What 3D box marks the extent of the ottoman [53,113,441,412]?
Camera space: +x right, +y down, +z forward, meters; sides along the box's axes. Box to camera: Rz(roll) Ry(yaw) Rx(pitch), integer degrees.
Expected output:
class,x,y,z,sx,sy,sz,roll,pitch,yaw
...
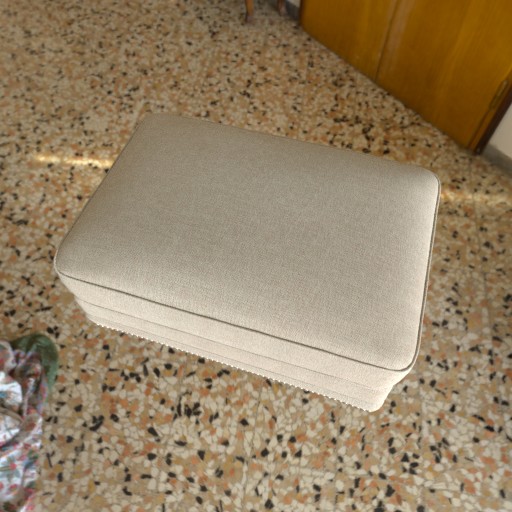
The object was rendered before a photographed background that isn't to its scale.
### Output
class,x,y,z,sx,sy,sz,roll,pitch,yaw
ottoman,0.000,0.000,1.174,0.813,0.458,0.559,15,59,9
